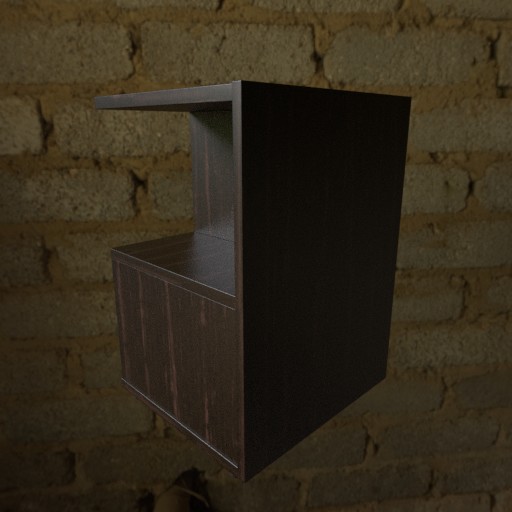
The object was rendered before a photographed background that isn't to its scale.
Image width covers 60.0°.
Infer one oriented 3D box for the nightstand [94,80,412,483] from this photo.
[{"bbox_3d":[0.000,0.000,0.822,0.400,0.559,0.356,-16,22,-43],"label":"nightstand"}]
